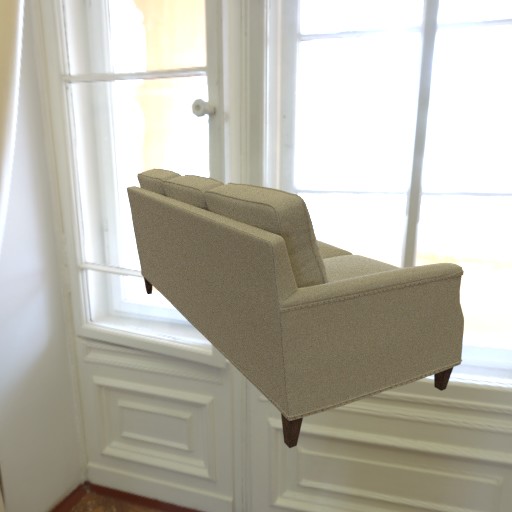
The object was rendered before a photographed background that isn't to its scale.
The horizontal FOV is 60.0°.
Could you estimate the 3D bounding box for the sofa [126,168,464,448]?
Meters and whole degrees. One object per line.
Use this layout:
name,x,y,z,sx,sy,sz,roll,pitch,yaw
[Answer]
sofa,0.000,0.000,2.755,1.084,1.003,2.246,-8,16,-28
